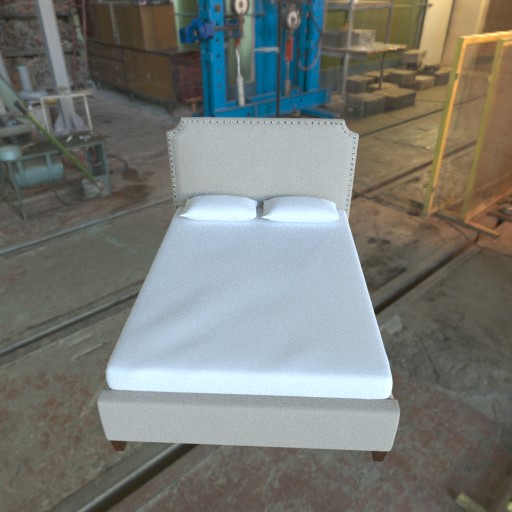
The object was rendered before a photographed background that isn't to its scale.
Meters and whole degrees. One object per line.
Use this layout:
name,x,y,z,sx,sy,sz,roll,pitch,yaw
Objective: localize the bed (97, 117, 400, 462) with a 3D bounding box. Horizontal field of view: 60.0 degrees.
bed,0.000,0.000,3.293,1.713,1.443,2.372,1,32,2
